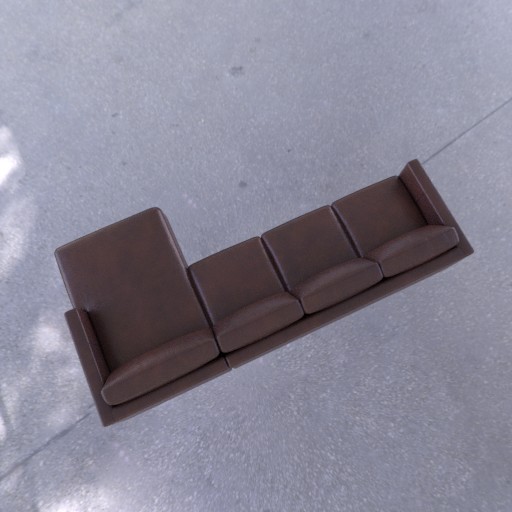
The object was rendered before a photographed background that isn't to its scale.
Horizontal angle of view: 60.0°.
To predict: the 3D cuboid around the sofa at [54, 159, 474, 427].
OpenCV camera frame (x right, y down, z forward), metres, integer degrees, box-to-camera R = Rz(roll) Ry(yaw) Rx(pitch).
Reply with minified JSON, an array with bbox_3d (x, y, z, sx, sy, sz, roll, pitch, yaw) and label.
[{"bbox_3d":[0.000,0.000,3.892,3.203,0.883,1.581,-24,76,-6],"label":"sofa"}]
